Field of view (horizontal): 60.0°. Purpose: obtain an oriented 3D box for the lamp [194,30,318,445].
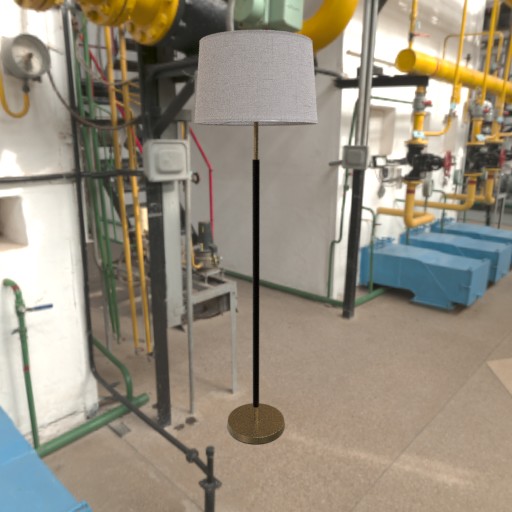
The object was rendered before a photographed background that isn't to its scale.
[{"bbox_3d":[0.000,0.000,1.642,0.420,1.447,0.420,0,15,0],"label":"lamp"}]
